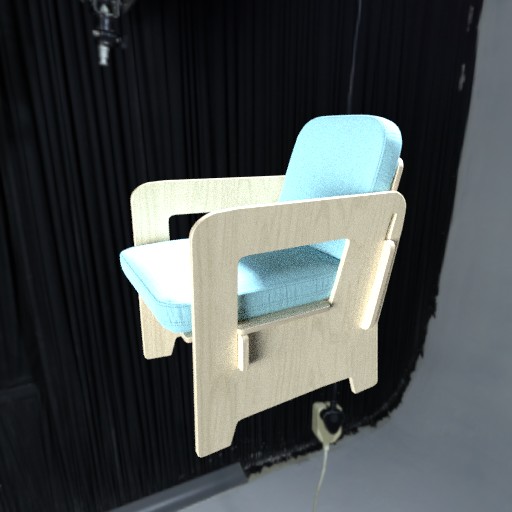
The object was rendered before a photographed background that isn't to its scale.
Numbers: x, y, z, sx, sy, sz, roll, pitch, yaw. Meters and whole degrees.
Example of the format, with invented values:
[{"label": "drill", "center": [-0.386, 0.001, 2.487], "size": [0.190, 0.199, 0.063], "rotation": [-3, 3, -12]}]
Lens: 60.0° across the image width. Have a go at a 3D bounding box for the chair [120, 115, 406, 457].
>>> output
[{"label": "chair", "center": [0.000, 0.000, 1.312], "size": [0.710, 0.800, 0.590], "rotation": [-8, 18, -26]}]
